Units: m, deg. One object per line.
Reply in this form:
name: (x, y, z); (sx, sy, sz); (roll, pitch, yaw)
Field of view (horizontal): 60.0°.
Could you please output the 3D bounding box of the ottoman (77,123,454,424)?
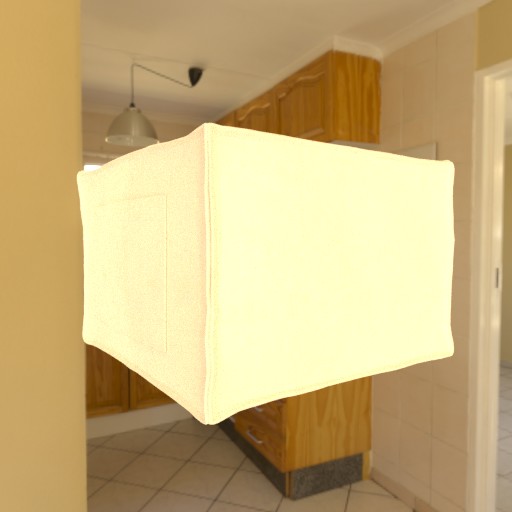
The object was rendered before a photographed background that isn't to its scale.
ottoman: (0.000, 0.000, 1.105); (0.696, 0.470, 0.707); (-2, 3, -36)
